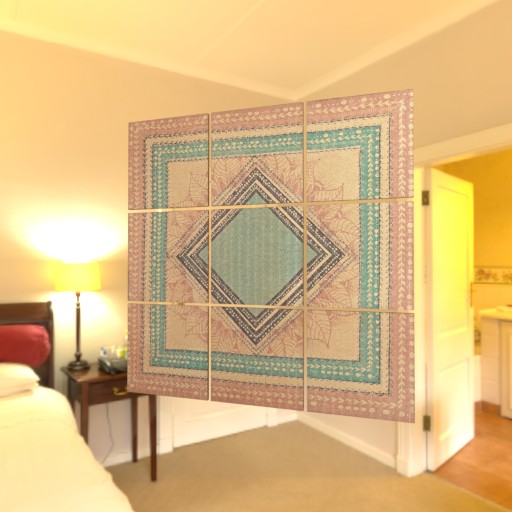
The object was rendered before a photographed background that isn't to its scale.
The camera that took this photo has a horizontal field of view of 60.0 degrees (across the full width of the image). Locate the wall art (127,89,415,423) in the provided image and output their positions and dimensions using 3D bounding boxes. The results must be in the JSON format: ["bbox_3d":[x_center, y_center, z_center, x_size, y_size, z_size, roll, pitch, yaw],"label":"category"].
[{"bbox_3d":[0.000,0.000,1.808,1.215,1.213,0.013,0,-1,19],"label":"wall art"}]
